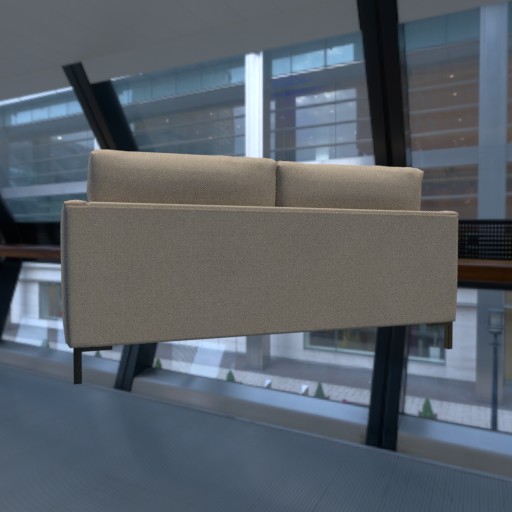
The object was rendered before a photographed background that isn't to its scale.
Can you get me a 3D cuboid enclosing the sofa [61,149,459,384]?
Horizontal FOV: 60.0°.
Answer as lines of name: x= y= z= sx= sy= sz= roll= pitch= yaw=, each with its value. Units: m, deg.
sofa: x=0.000 y=0.000 z=2.153 sx=1.682 sy=0.840 sz=0.875 roll=-1 pitch=2 yaw=-19
